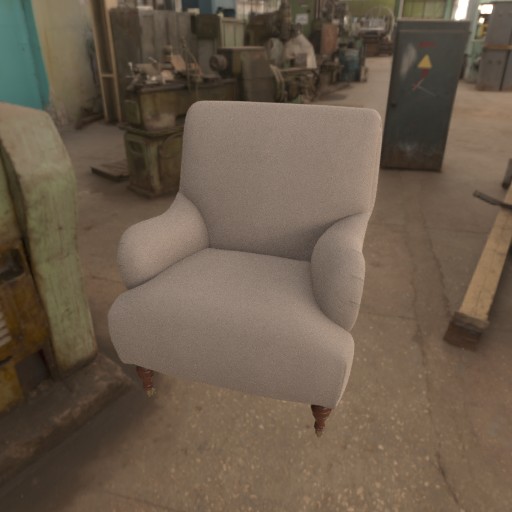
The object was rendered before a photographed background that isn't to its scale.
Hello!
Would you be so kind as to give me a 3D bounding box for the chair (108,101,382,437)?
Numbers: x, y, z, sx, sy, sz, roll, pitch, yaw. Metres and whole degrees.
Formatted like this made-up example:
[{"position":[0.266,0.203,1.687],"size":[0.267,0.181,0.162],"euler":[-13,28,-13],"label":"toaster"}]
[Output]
[{"position":[0.000,0.000,1.569],"size":[0.766,0.942,0.842],"euler":[8,29,15],"label":"chair"}]
